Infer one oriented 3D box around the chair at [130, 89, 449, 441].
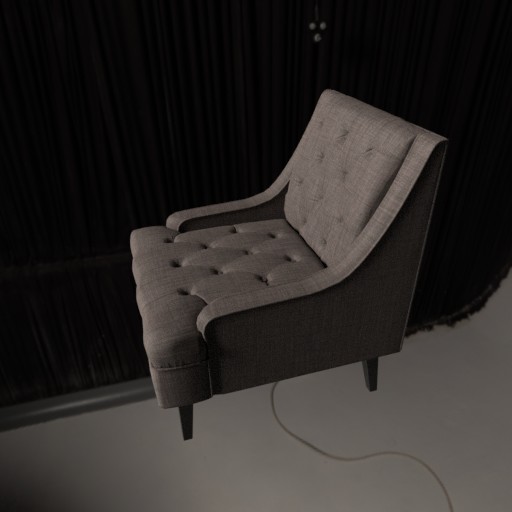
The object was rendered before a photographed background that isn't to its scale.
[{"bbox_3d":[0.000,0.000,1.425,0.771,0.891,0.655,-9,32,-15],"label":"chair"}]
